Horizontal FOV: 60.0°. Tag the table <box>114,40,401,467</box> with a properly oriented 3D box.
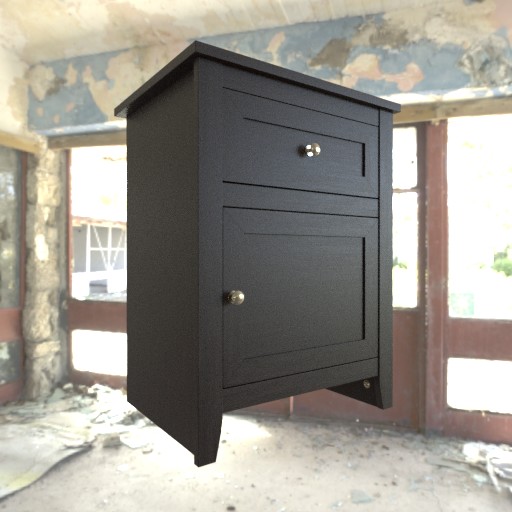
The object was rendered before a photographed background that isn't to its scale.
[{"bbox_3d":[0.000,0.000,0.940,0.480,0.635,0.381,0,0,-35],"label":"table"}]
